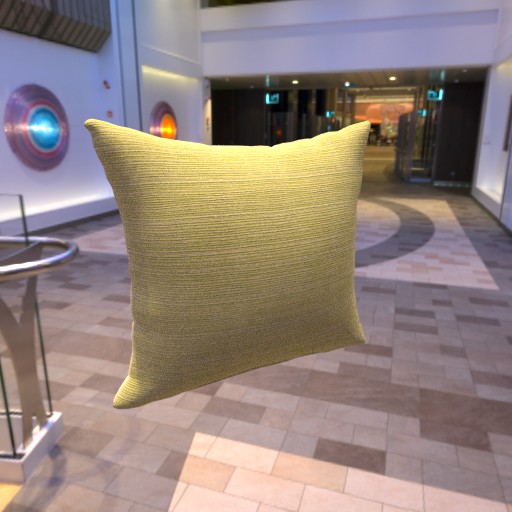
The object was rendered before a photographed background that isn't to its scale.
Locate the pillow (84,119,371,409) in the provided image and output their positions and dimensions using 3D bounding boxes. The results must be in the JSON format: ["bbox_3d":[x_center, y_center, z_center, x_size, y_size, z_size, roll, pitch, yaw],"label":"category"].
[{"bbox_3d":[0.000,0.000,0.825,0.560,0.487,0.229,-8,17,-27],"label":"pillow"}]
